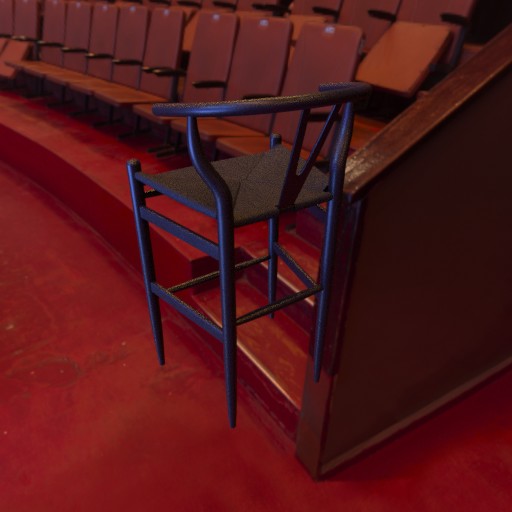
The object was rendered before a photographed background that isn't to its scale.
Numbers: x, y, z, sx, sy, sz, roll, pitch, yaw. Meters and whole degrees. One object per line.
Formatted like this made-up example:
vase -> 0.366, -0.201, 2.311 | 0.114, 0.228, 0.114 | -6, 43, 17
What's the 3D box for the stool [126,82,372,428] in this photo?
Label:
stool -> 0.000, 0.000, 1.400 | 0.569, 1.072, 0.579 | -19, 35, -28
